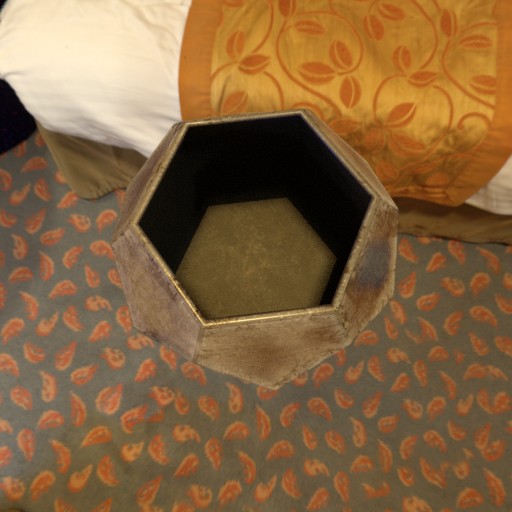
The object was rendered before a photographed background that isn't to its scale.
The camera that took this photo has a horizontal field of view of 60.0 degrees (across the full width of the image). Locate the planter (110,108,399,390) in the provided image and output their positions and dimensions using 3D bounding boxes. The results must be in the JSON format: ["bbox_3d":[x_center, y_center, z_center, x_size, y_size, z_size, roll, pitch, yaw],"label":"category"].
[{"bbox_3d":[0.000,0.000,0.420,0.243,0.238,0.221,-36,78,-9],"label":"planter"}]
